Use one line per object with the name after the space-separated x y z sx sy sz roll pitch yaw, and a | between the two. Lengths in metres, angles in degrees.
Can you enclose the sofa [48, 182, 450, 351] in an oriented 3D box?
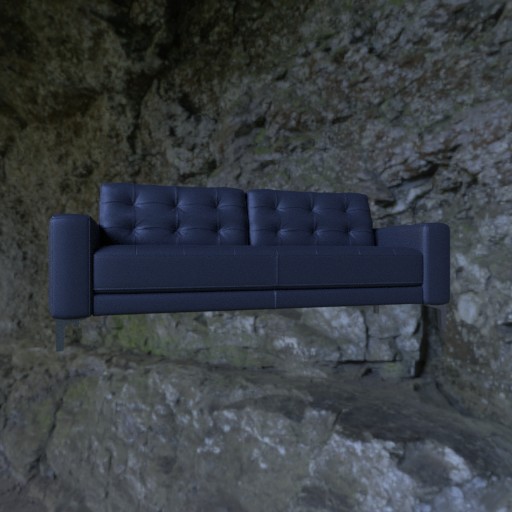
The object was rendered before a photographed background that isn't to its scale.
0.000 0.000 2.766 2.275 0.893 0.833 0 0 -17 | sofa
